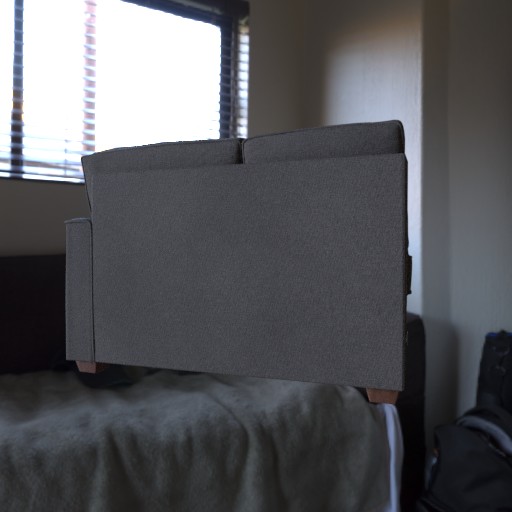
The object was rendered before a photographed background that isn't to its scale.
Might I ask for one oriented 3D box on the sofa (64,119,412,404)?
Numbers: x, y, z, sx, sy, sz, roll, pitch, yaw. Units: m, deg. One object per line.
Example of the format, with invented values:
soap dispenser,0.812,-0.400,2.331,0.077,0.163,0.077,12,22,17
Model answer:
sofa,0.000,0.000,2.095,1.388,0.989,0.991,0,1,18
